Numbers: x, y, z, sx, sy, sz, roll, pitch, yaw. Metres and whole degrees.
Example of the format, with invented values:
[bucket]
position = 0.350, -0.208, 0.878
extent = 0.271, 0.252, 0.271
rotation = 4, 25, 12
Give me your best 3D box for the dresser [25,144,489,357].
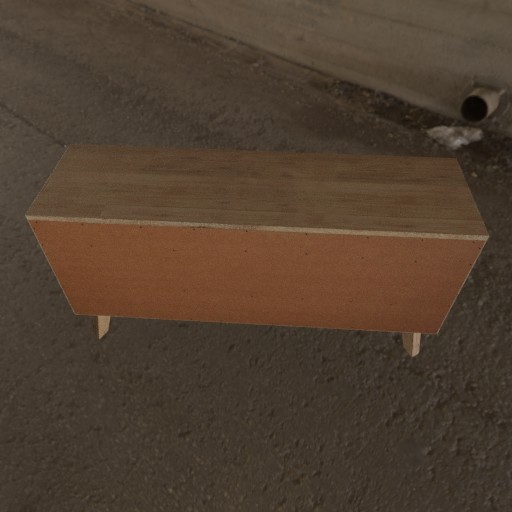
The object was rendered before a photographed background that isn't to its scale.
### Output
[dresser]
position = 0.000, 0.000, 1.967
extent = 1.602, 0.788, 0.455
rotation = 3, 47, 3
